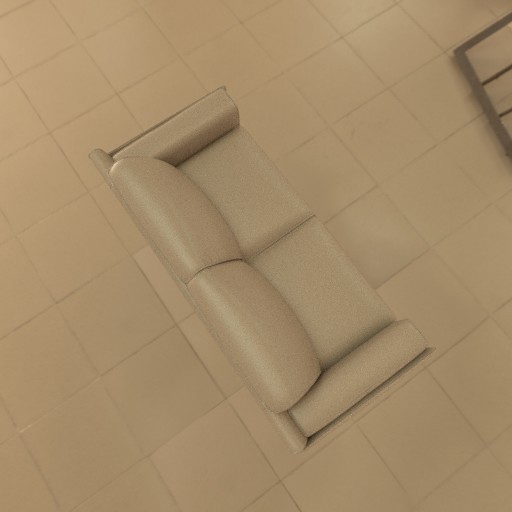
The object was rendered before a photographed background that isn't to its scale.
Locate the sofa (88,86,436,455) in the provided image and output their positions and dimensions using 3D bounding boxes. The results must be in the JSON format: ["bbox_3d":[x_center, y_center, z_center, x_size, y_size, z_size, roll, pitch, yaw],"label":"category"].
[{"bbox_3d":[0.000,0.000,2.683,1.049,0.930,2.101,-35,77,-9],"label":"sofa"}]
